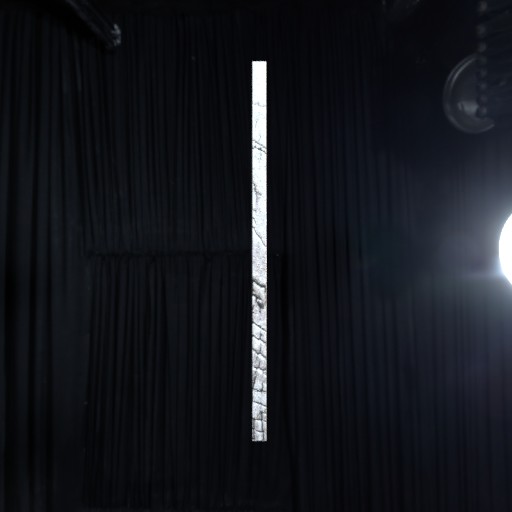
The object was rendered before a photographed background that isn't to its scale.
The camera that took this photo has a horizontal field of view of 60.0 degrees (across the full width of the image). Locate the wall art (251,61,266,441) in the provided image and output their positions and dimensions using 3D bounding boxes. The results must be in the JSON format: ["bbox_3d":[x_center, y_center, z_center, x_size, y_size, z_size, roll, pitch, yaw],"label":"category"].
[{"bbox_3d":[0.000,0.000,1.165,0.023,0.607,0.914,0,-1,-1],"label":"wall art"}]
